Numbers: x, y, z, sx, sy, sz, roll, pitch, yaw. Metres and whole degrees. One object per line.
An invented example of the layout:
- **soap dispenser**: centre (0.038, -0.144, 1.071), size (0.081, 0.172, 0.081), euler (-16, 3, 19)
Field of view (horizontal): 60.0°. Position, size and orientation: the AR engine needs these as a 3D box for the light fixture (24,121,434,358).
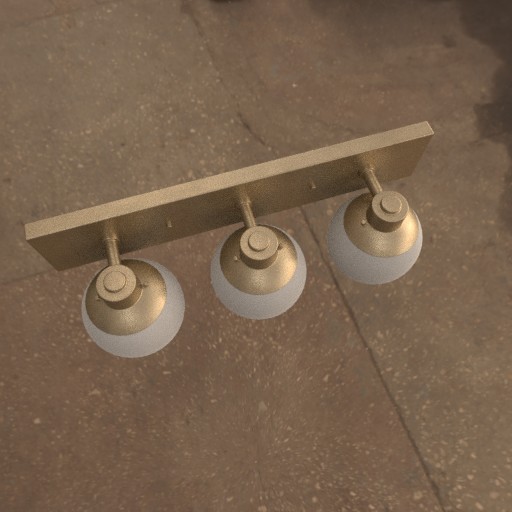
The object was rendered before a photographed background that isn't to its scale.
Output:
- **light fixture**: centre (0.000, 0.000, 0.837), size (0.721, 0.263, 0.218), euler (-16, 66, -7)
